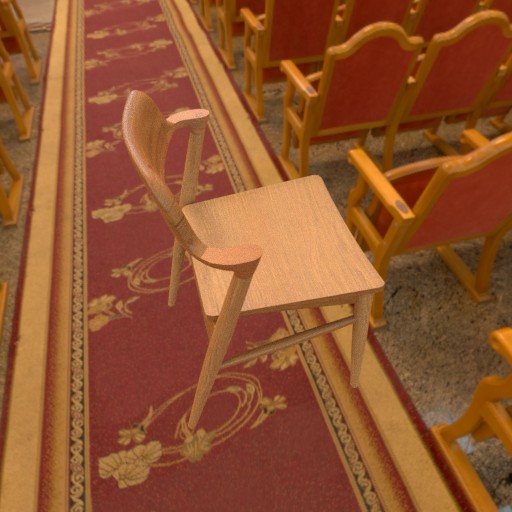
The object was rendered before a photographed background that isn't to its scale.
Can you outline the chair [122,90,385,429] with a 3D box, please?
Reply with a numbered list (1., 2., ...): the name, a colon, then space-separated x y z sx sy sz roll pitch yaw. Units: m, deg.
1. chair: 0.000 0.000 1.112 0.499 0.792 0.512 -11 48 -10
